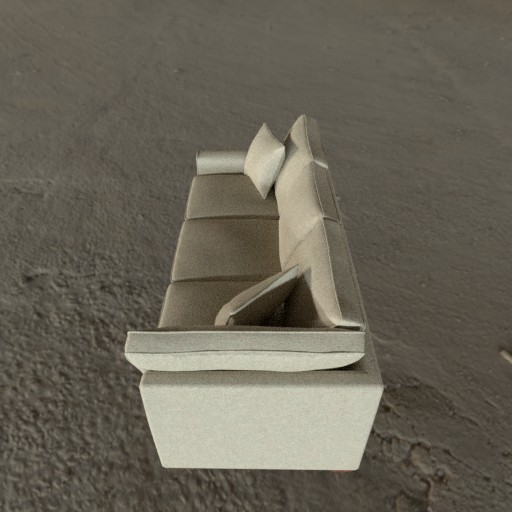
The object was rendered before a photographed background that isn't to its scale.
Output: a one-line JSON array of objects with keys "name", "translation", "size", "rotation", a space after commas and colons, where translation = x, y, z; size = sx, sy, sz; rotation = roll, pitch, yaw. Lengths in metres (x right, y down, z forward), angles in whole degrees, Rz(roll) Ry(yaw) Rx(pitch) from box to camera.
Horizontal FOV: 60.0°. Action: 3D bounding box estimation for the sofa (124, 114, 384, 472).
[{"name": "sofa", "translation": [0.000, 0.000, 2.812], "size": [1.061, 0.962, 2.317], "rotation": [0, 40, 0]}]
